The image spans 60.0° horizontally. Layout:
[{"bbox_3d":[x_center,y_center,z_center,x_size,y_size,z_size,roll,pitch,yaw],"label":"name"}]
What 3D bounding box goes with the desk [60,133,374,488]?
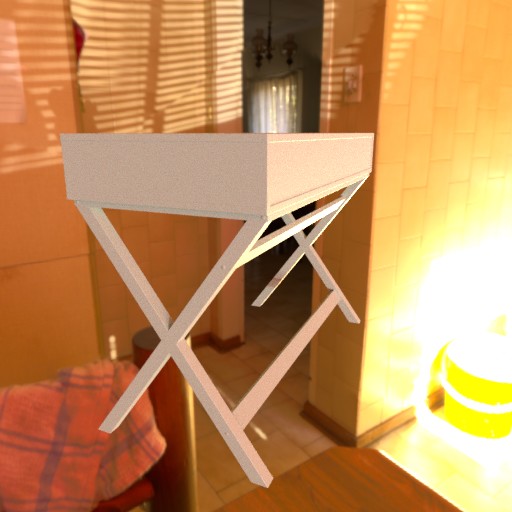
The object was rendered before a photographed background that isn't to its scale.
[{"bbox_3d":[0.000,0.000,1.461,0.525,0.780,1.057,7,17,23],"label":"desk"}]
